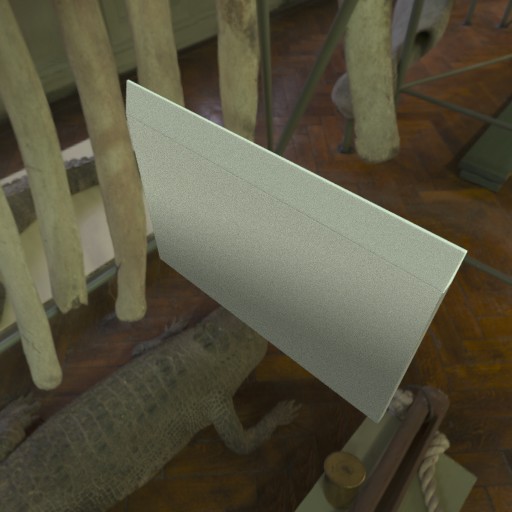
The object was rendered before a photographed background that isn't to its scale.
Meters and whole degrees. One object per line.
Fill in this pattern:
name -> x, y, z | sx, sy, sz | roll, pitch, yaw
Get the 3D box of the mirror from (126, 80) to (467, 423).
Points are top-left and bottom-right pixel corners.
mirror -> 0.000, 0.000, 1.120 | 0.870, 0.630, 0.030 | 33, 55, 27
